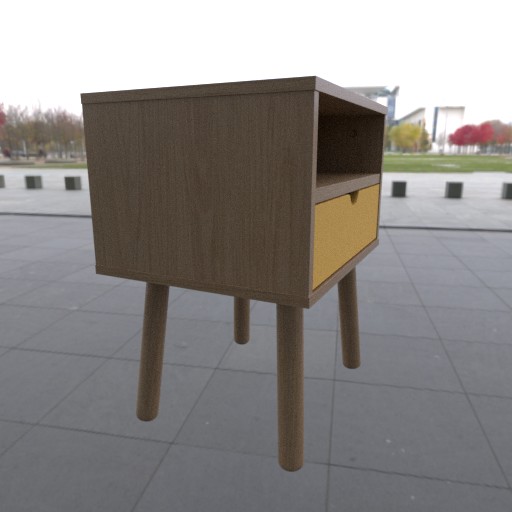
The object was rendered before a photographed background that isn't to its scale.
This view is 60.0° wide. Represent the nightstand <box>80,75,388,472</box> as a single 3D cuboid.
[{"bbox_3d":[0.000,0.000,0.861,0.380,0.571,0.450,7,15,26],"label":"nightstand"}]
